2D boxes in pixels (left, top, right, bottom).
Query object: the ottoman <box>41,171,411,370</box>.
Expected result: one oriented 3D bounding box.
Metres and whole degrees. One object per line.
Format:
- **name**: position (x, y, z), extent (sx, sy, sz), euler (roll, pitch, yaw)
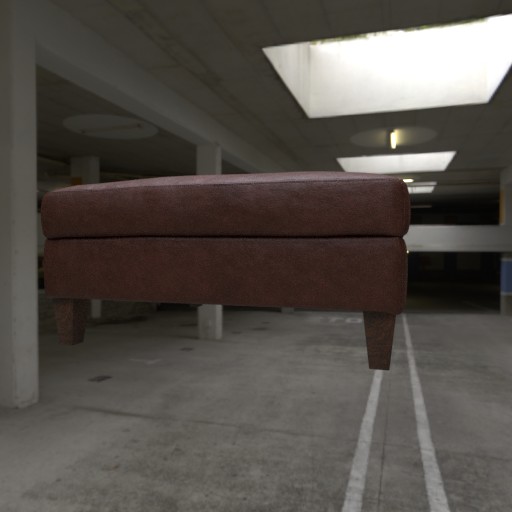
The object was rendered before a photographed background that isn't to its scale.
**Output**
- **ottoman**: position (0.000, 0.000, 1.304), extent (0.844, 0.415, 0.836), euler (0, 1, 17)
